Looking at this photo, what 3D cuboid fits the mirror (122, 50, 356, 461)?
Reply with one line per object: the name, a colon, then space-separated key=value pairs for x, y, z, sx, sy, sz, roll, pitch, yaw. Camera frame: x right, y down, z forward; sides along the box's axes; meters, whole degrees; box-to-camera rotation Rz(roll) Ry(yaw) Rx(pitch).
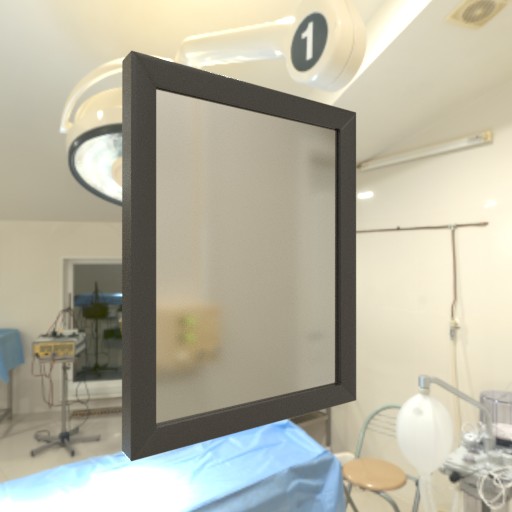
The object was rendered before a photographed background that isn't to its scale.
mirror: x=0.000 y=0.000 z=0.680 sx=0.405 sy=0.508 sz=0.041 roll=0 pitch=0 yaw=-35
